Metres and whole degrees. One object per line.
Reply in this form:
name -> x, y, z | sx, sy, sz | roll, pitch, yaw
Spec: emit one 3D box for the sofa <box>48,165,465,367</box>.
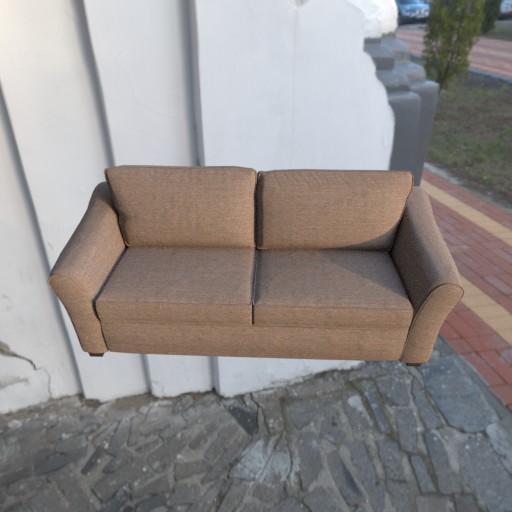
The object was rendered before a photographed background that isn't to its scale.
sofa -> 0.000, 0.000, 2.782 | 2.270, 0.965, 0.980 | 1, 31, 2
